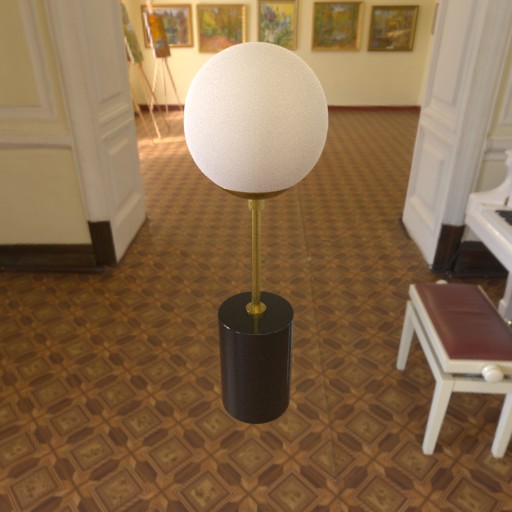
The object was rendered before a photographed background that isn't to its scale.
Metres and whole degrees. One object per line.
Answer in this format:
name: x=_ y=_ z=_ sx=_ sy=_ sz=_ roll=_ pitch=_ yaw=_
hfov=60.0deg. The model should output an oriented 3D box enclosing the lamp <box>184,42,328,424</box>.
lamp: x=0.000 y=0.000 z=0.552 sx=0.153 sy=0.480 sz=0.153 roll=0 pitch=28 yaw=0
